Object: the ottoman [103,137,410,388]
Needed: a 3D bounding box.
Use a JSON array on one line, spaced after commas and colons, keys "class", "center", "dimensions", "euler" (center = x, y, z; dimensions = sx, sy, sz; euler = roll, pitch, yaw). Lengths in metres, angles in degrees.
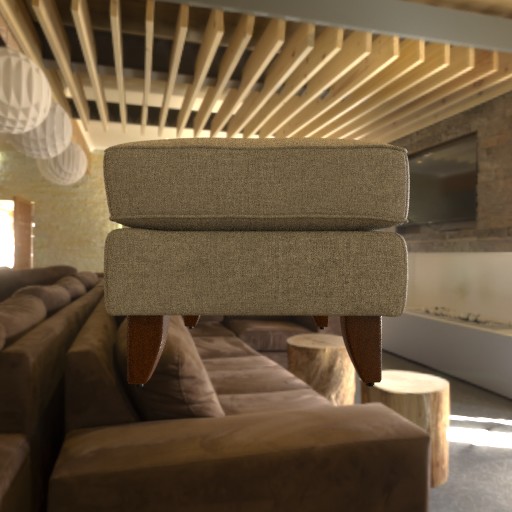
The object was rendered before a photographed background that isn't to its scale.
[{"class": "ottoman", "center": [0.000, 0.000, 1.325], "dimensions": [0.661, 0.561, 0.889], "euler": [0, 0, 0]}]
